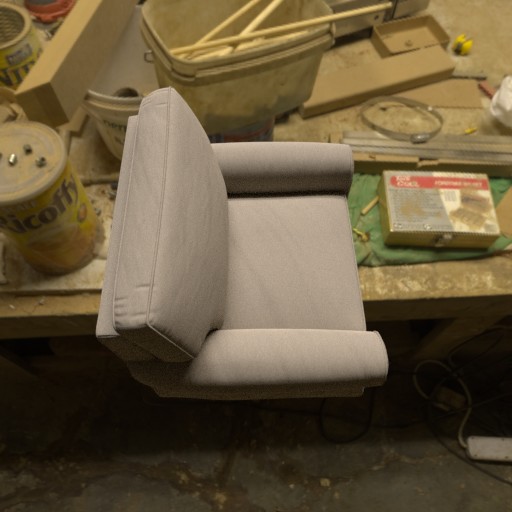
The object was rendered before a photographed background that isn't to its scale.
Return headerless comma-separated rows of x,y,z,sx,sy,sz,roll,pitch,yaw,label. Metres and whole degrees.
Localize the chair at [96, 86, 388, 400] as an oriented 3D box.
0.000,0.000,1.861,0.988,1.017,1.135,-1,61,-1,chair
